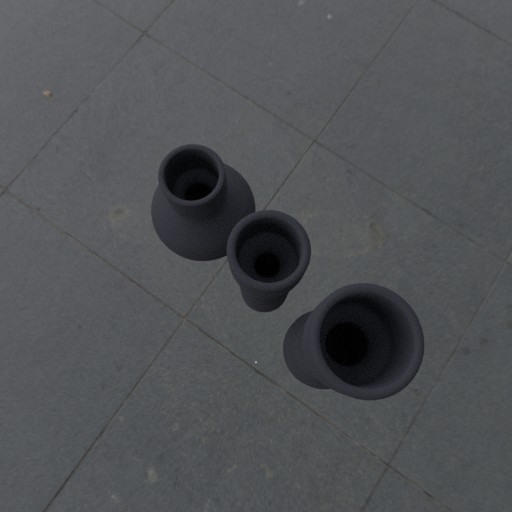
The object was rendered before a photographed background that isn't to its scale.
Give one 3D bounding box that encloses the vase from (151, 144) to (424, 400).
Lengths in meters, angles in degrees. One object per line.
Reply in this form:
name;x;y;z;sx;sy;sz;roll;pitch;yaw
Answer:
vase;0.000;0.000;0.426;0.120;0.249;0.307;-39;80;-9
